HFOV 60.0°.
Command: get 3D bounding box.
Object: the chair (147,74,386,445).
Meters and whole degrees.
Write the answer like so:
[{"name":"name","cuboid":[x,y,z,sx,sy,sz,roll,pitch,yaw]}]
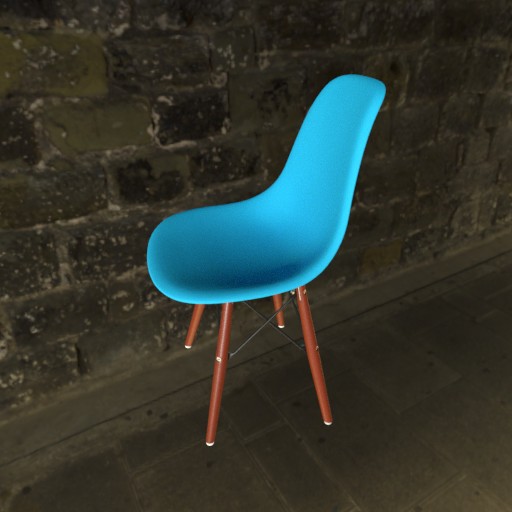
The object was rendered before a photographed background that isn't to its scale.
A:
[{"name":"chair","cuboid":[0.000,0.000,1.121,0.533,0.826,0.470,-8,31,-14]}]
